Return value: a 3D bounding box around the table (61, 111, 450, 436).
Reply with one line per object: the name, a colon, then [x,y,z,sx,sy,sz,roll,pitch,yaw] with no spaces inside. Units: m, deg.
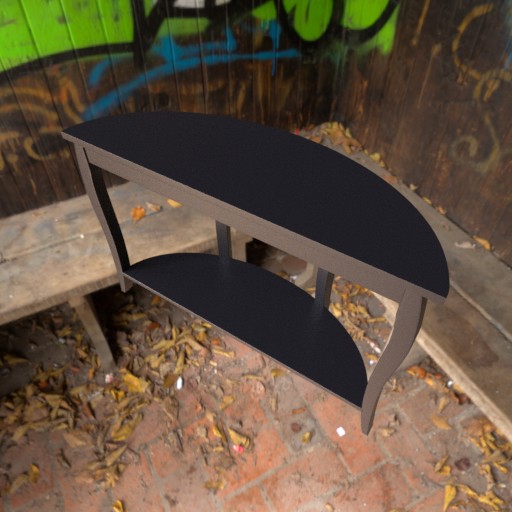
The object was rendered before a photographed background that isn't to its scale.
table: [0.000,0.000,1.562,1.219,0.780,0.394,25,51,22]
